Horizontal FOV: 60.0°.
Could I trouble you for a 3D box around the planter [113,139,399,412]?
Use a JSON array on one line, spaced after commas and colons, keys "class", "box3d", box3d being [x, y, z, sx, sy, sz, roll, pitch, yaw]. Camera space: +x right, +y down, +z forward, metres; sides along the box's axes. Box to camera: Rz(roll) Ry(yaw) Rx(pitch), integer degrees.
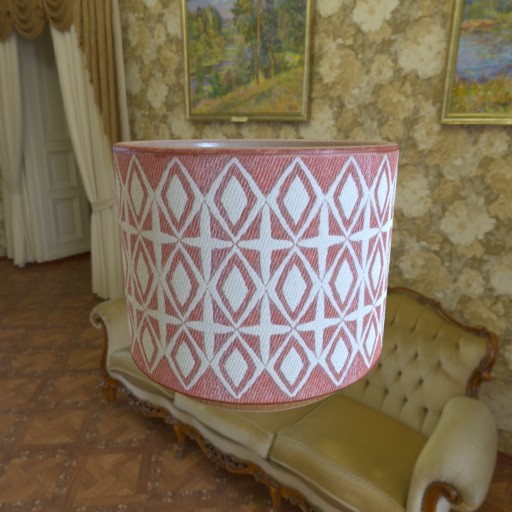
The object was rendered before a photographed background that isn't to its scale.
[{"class": "planter", "box3d": [0.000, 0.000, 0.475, 0.273, 0.237, 0.273, 0, 16, 0]}]
